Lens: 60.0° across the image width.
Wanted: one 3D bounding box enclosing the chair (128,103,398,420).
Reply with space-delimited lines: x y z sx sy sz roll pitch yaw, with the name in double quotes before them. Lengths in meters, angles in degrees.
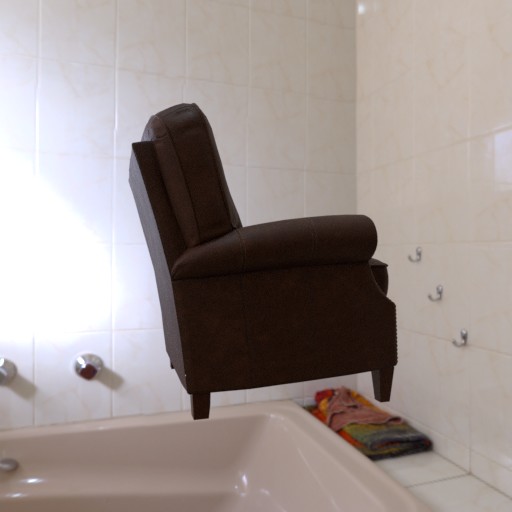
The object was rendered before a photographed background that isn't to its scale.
"chair" 0.000 0.000 1.796 0.986 1.018 0.936 0 0 -17
